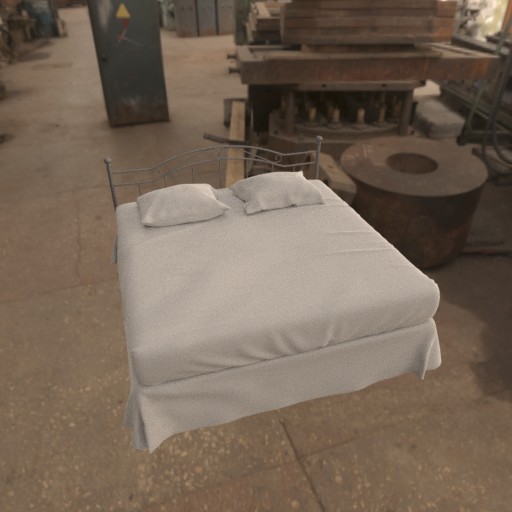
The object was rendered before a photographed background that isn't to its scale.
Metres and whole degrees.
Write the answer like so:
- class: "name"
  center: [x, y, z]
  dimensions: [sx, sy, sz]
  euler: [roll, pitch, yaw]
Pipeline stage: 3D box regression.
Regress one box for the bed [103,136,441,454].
- class: "bed"
  center: [0.000, 0.000, 3.472]
  dimensions: [2.309, 1.080, 2.220]
  euler: [-10, 34, -14]
